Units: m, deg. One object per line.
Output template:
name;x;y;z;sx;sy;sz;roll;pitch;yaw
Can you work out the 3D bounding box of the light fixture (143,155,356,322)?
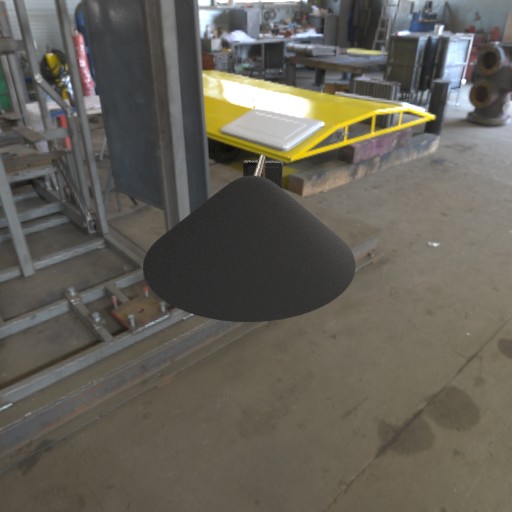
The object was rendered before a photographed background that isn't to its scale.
light fixture;0.000;0.000;0.670;0.240;0.312;0.516;2;31;3
